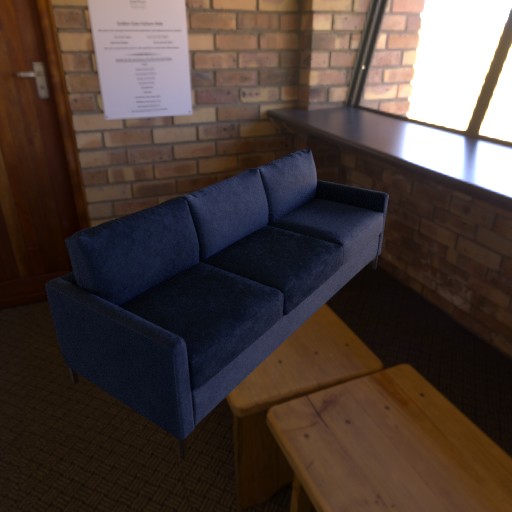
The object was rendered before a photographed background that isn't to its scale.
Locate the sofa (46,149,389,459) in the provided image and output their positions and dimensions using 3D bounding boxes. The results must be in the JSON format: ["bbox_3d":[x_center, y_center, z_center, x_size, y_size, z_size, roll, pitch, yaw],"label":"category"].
[{"bbox_3d":[0.000,0.000,2.742,0.875,0.879,2.252,18,32,31],"label":"sofa"}]
